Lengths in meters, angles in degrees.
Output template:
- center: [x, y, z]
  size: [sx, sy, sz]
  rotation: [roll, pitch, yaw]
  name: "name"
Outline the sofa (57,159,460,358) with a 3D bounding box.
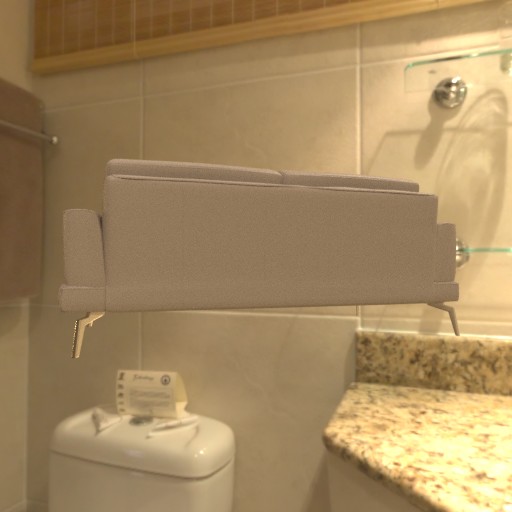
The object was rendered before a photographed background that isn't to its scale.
- center: [0.000, 0.000, 2.737]
  size: [2.177, 0.930, 1.121]
  rotation: [0, -2, -18]
  name: "sofa"
